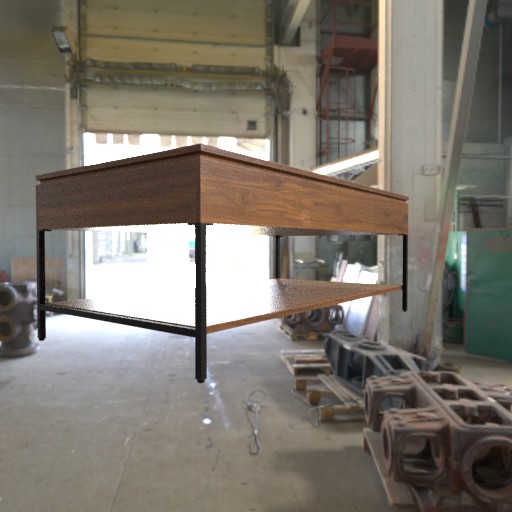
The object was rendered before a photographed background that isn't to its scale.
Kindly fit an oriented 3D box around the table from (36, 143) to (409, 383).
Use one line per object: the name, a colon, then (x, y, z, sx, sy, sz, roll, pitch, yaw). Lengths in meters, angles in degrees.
table: (0.000, 0.000, 1.354, 0.574, 0.414, 1.057, 1, 2, 37)
